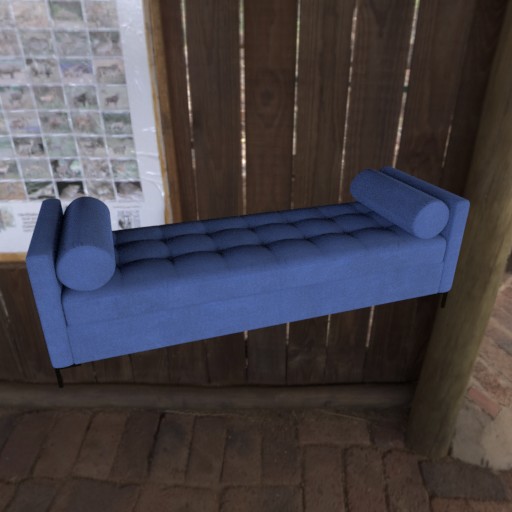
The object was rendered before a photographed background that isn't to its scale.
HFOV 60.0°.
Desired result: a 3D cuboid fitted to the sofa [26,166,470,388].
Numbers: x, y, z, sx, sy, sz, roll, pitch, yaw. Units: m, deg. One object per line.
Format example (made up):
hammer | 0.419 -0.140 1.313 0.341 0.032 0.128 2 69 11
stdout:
sofa | 0.000 0.000 2.289 1.981 0.635 0.686 -8 28 -16
